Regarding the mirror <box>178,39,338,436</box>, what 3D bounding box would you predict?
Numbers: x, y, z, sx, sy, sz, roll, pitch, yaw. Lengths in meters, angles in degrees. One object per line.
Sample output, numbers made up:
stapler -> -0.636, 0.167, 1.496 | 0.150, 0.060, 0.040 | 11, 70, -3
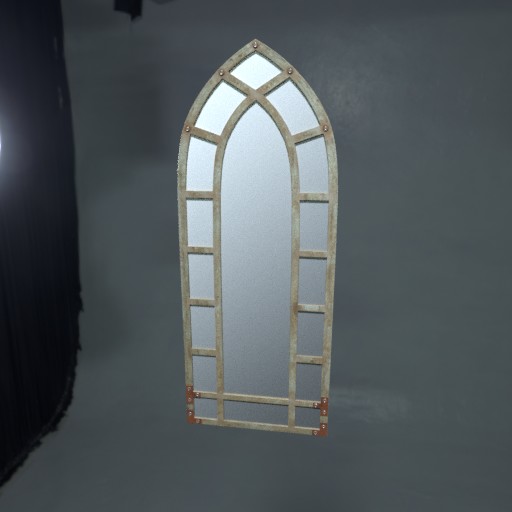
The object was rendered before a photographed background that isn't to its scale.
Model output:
mirror -> 0.000, 0.000, 1.315 | 0.464, 1.175, 0.025 | 2, 15, 9
